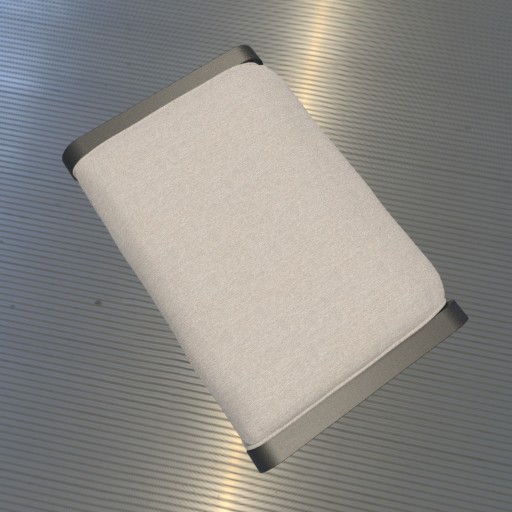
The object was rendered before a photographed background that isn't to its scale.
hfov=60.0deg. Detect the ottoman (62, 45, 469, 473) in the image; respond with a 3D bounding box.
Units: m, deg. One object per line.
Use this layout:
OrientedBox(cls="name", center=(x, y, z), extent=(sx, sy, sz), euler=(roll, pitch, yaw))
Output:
OrientedBox(cls="ottoman", center=(0.000, 0.000, 0.877), extent=(0.406, 0.422, 0.610), euler=(-34, 78, -8))
